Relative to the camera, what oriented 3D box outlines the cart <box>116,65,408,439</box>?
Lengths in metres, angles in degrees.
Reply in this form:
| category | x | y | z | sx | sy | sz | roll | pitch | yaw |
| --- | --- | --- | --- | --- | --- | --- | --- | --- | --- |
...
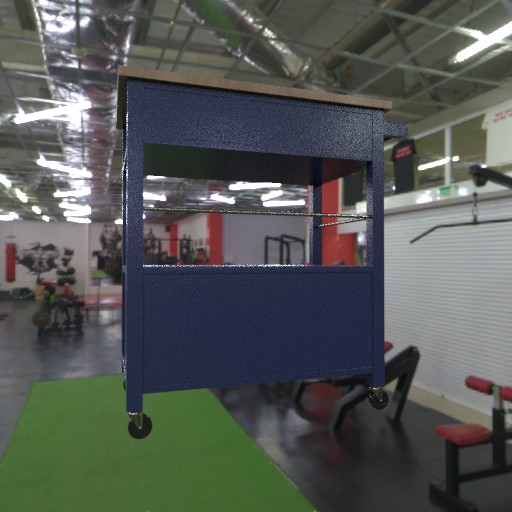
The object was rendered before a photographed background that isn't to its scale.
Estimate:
| category | x | y | z | sx | sy | sz | roll | pitch | yaw |
| --- | --- | --- | --- | --- | --- | --- | --- | --- | --- |
| cart | 0.000 | 0.000 | 1.397 | 0.840 | 0.901 | 0.459 | 0 | -1 | -18 |
